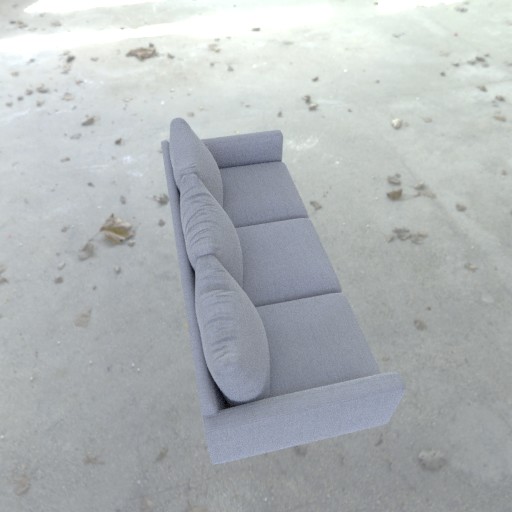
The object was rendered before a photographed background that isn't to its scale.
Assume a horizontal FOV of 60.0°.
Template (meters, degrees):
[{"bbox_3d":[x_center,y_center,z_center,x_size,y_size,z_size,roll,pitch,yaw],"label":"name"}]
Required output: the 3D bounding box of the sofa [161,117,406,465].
[{"bbox_3d":[0.000,0.000,2.504,0.850,0.830,2.000,-10,48,-9],"label":"sofa"}]
